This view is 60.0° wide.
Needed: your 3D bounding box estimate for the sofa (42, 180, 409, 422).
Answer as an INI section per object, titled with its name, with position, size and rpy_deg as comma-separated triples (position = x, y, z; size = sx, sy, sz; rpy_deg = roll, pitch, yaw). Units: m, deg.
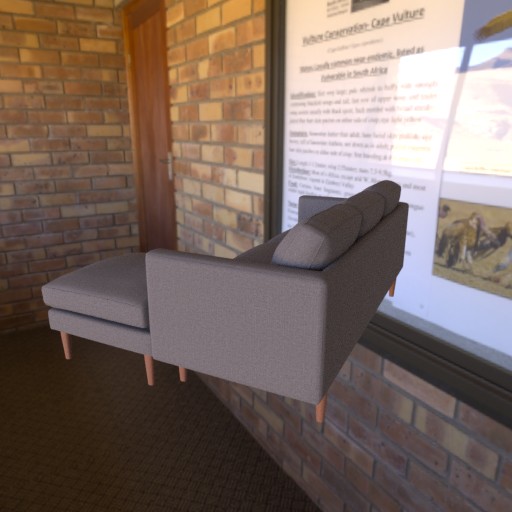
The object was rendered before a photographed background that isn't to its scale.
[sofa]
position = 0.000, 0.000, 2.903
size = 1.591, 0.897, 2.031
rpy_deg = 8, 18, 26
